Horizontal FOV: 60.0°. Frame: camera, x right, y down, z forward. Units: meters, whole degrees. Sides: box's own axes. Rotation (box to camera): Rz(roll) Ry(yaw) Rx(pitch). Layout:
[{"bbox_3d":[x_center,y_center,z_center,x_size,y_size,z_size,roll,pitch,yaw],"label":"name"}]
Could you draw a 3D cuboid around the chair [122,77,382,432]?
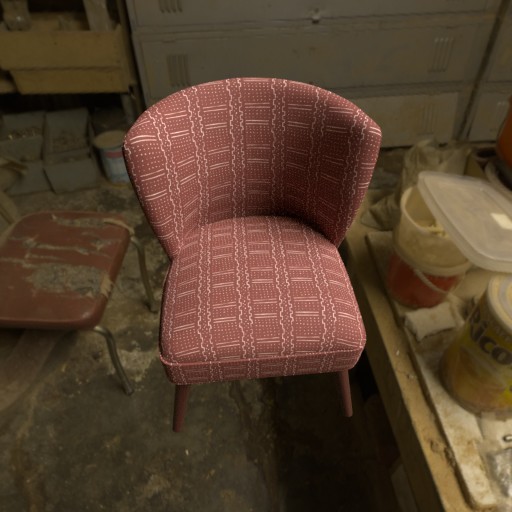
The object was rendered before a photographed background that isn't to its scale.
[{"bbox_3d":[0.000,0.000,1.443,0.706,0.866,0.758,-4,46,-4],"label":"chair"}]
